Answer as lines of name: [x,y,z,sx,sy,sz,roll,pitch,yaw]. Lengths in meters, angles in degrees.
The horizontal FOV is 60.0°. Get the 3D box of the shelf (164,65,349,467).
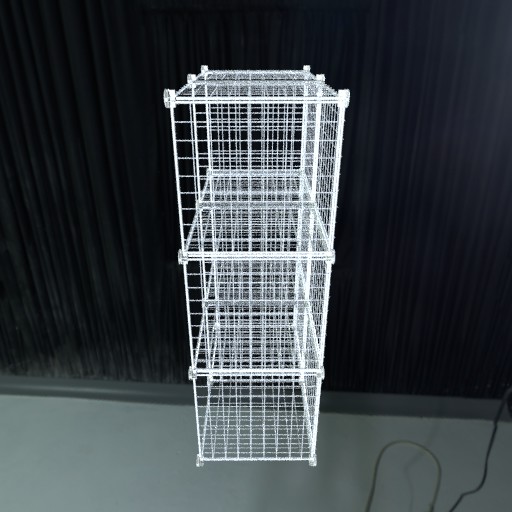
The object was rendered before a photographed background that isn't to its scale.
shelf: [0.000,0.000,1.401,0.356,1.067,0.711,0,27,0]
